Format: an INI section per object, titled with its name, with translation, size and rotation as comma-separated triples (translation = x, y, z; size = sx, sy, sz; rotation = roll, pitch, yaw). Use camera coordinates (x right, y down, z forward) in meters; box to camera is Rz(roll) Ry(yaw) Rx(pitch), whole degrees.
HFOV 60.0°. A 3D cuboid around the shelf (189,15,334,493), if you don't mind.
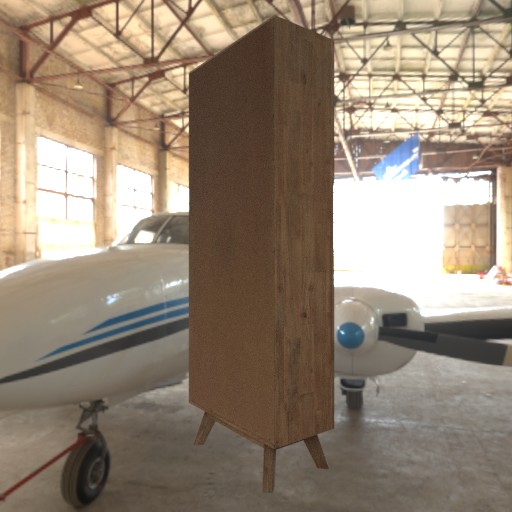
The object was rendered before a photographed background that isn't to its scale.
[shelf]
translation = 0.000, 0.000, 1.502
size = 0.267, 1.342, 0.491
rotation = 0, 0, -37
